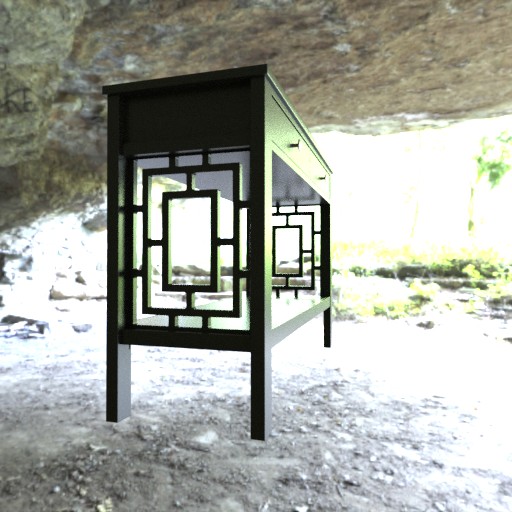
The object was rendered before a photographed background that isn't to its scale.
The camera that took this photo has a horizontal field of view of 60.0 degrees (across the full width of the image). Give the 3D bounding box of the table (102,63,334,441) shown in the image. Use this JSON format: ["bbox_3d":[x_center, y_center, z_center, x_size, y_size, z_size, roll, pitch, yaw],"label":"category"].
[{"bbox_3d":[0.000,0.000,1.443,0.397,0.753,1.068,0,-1,17],"label":"table"}]
